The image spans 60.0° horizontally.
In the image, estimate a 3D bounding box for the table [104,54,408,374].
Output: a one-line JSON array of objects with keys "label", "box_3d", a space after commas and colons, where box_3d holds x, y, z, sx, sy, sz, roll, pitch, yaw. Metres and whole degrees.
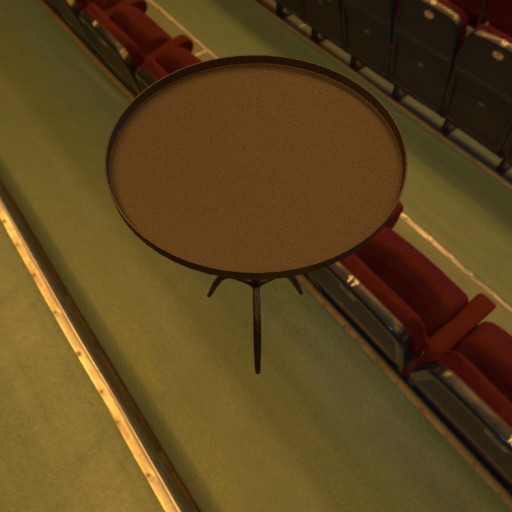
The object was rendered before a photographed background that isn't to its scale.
[{"label": "table", "box_3d": [0.000, 0.000, 1.040, 0.502, 0.700, 0.502, -33, 63, -19]}]
